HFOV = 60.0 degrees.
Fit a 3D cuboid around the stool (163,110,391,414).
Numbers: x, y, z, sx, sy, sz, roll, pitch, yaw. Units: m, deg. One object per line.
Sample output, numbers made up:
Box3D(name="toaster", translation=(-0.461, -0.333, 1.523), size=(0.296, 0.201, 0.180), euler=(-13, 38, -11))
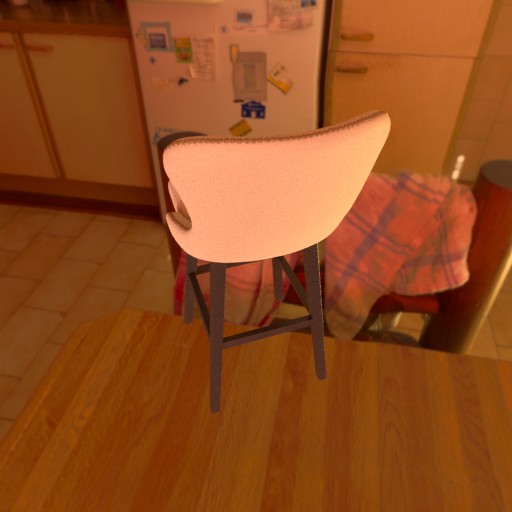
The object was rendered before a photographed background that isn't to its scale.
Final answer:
Box3D(name="stool", translation=(0.000, 0.000, 1.406), size=(0.528, 1.066, 0.605), euler=(-12, 41, -15))
